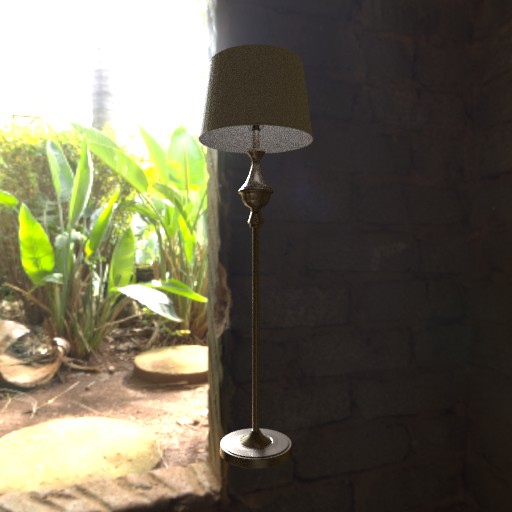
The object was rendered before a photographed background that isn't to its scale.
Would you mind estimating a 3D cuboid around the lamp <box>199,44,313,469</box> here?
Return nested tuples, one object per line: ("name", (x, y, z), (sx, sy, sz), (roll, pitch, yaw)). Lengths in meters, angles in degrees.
("lamp", (0.000, 0.000, 1.681), (0.431, 1.488, 0.431), (0, 1, 0))
